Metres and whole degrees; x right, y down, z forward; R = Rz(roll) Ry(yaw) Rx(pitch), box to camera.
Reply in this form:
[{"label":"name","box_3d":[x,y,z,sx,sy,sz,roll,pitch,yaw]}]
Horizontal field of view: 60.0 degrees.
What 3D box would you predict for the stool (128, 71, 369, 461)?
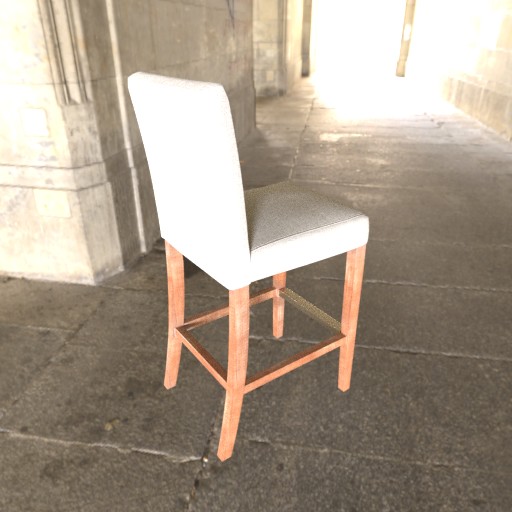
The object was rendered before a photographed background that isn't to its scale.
[{"label":"stool","box_3d":[0.000,0.000,1.407,0.570,1.088,0.439,-18,32,-32]}]
